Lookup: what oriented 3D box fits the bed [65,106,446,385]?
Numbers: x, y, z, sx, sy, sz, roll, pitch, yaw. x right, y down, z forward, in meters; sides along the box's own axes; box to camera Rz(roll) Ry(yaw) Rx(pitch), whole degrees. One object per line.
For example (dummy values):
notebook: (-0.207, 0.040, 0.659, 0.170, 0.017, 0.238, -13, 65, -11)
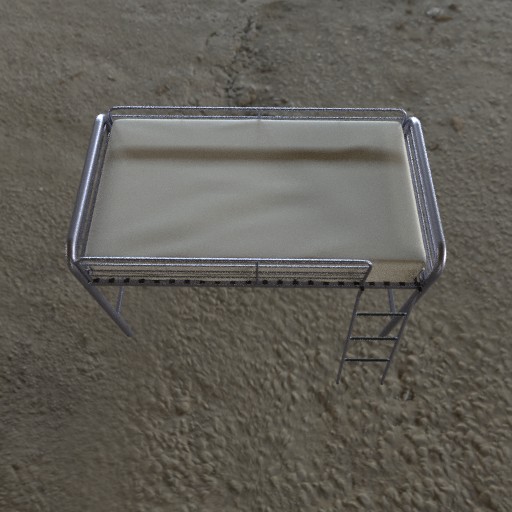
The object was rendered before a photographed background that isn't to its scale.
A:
bed: (0.000, 0.000, 2.957, 1.965, 1.288, 1.415, 1, 63, 0)
